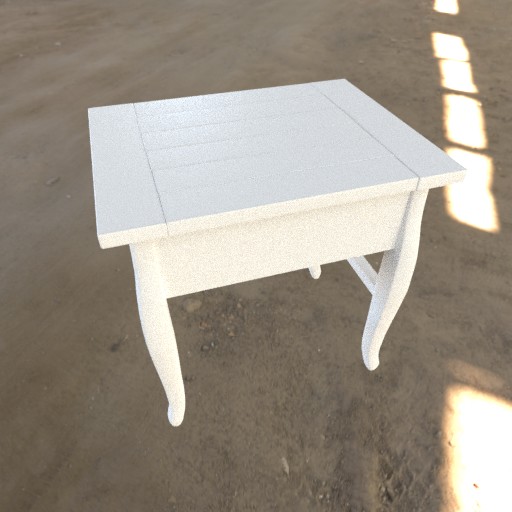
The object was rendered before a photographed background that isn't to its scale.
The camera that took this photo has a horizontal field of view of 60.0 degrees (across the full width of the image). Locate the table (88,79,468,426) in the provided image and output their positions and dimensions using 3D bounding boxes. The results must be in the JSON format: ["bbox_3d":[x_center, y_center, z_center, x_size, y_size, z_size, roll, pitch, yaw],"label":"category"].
[{"bbox_3d":[0.000,0.000,1.033,0.599,0.605,0.463,-12,42,-13],"label":"table"}]
